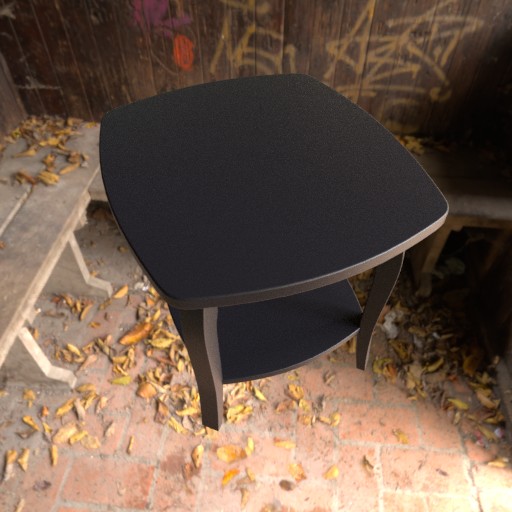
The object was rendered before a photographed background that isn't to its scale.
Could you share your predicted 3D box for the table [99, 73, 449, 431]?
[{"bbox_3d":[0.000,0.000,0.846,0.457,0.457,0.508,-17,50,-15],"label":"table"}]
